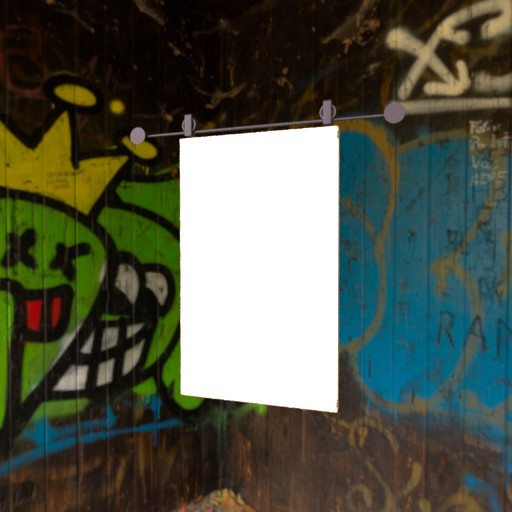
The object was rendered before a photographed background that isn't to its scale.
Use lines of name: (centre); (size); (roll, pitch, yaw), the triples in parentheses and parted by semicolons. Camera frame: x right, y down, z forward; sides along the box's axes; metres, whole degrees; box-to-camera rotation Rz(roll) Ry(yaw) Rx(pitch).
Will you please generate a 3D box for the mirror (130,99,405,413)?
mirror: (0.000, 0.000, 1.272); (0.808, 0.844, 0.037); (0, 1, 18)
